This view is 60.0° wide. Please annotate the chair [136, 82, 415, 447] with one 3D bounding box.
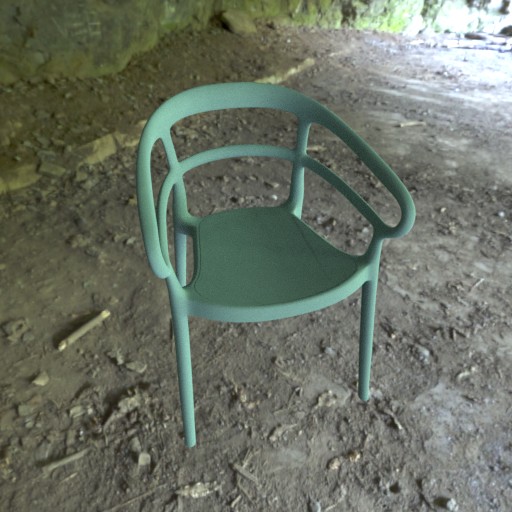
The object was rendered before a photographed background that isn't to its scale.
[{"bbox_3d":[0.000,0.000,1.171,0.559,0.761,0.527,-10,35,-14],"label":"chair"}]
